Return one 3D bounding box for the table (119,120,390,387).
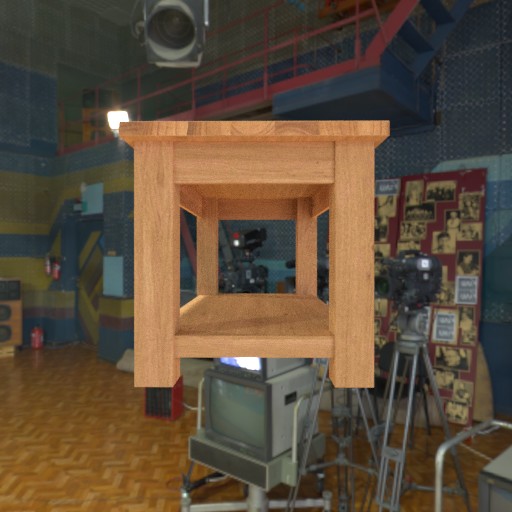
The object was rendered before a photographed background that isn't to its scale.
[{"bbox_3d":[0.000,0.000,1.185,0.450,0.452,0.899,0,0,0],"label":"table"}]
